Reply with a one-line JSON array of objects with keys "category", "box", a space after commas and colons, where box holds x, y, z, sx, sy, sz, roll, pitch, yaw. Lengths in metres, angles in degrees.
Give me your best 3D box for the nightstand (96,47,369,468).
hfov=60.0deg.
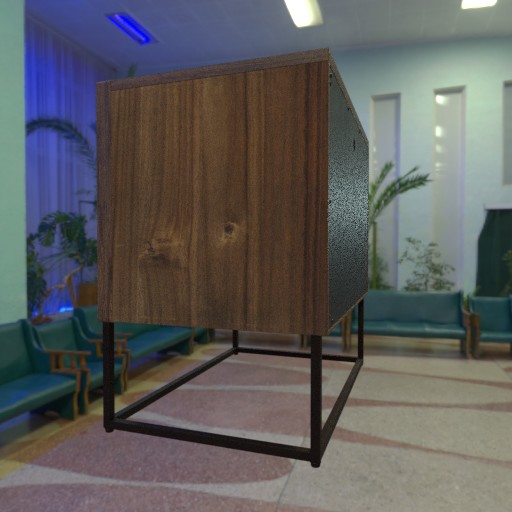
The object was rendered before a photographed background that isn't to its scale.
[{"category": "nightstand", "box": [0.000, 0.000, 0.996, 0.437, 0.610, 0.610, 0, 1, 20]}]
